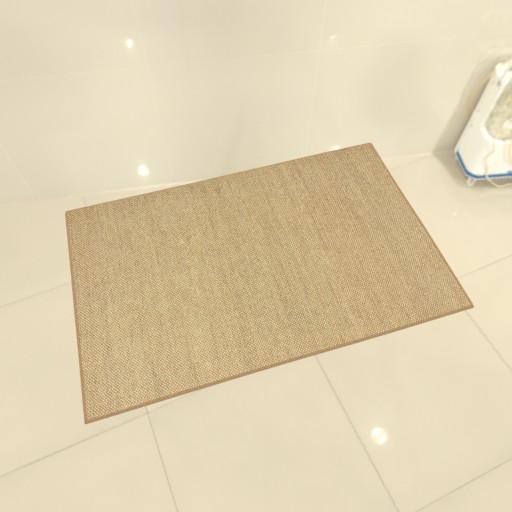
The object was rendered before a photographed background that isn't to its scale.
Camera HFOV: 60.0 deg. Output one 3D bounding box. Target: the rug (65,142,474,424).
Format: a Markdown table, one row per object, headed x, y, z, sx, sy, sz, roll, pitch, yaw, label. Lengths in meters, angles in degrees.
| x | y | z | sx | sy | sz | roll | pitch | yaw | label |
| --- | --- | --- | --- | --- | --- | --- | --- | --- | --- |
| 0.000 | 0.000 | 2.065 | 1.668 | 0.012 | 1.061 | -14 | 59 | -9 | rug |
